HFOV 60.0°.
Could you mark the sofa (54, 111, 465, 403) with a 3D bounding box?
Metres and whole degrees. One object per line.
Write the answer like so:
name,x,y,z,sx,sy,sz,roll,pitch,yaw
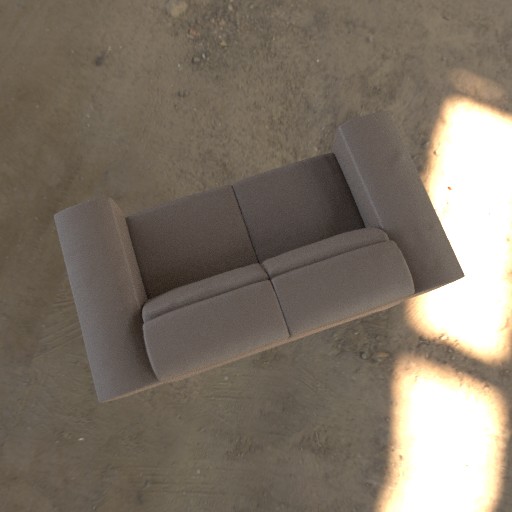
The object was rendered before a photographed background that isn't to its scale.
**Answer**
sofa,0.000,0.000,2.458,1.895,0.779,1.003,-18,77,-4
